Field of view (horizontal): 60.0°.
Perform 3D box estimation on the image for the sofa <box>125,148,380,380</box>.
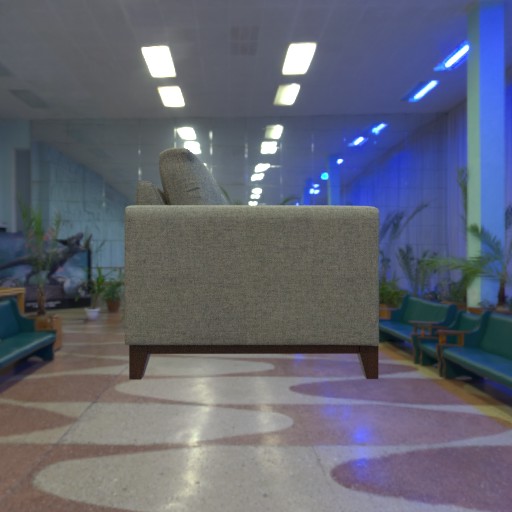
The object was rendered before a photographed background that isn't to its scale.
[{"bbox_3d":[0.000,0.000,2.575,0.969,0.892,1.978,0,0,0],"label":"sofa"}]
